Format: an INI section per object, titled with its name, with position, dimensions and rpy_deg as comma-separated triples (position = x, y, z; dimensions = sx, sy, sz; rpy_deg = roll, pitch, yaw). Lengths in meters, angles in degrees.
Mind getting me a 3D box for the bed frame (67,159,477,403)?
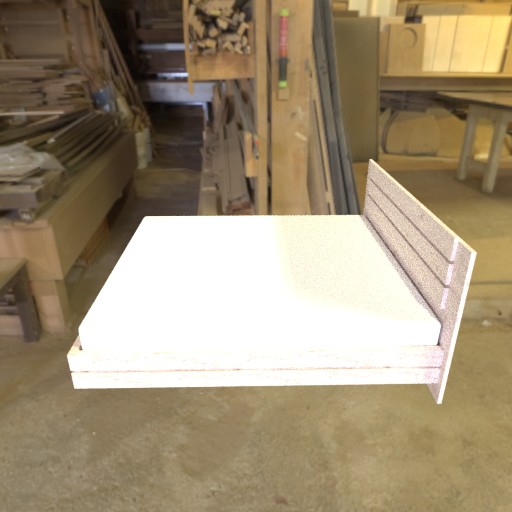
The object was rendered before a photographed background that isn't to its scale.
[bed frame]
position = 0.000, 0.000, 3.192
dimensions = 2.080, 0.970, 1.950
rpy_deg = -1, 25, -1
